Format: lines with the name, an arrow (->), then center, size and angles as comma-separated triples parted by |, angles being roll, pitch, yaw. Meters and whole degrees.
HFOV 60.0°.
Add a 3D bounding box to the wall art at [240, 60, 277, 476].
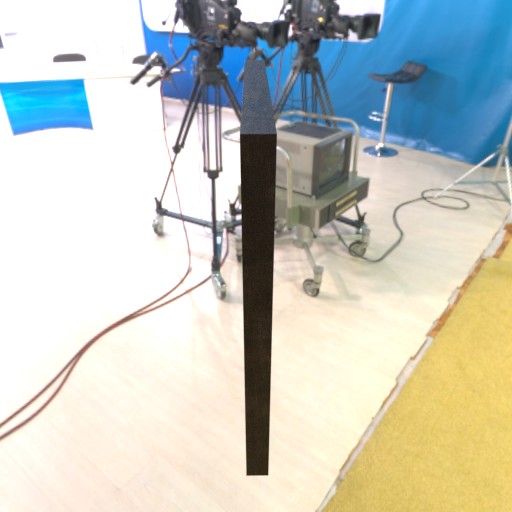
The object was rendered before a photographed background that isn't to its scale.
wall art -> 0.000, 0.000, 0.555 | 0.027, 0.406, 0.329 | 0, 32, -1
